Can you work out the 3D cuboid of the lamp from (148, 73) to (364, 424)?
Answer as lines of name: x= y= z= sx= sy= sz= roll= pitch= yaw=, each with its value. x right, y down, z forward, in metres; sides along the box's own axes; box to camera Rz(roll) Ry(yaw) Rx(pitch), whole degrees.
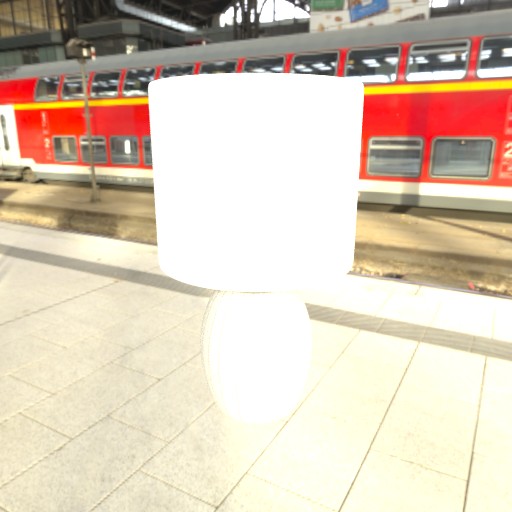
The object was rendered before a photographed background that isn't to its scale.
lamp: x=0.000 y=0.000 z=0.764 sx=0.328 sy=0.570 sz=0.328 roll=0 pitch=16 yaw=0
